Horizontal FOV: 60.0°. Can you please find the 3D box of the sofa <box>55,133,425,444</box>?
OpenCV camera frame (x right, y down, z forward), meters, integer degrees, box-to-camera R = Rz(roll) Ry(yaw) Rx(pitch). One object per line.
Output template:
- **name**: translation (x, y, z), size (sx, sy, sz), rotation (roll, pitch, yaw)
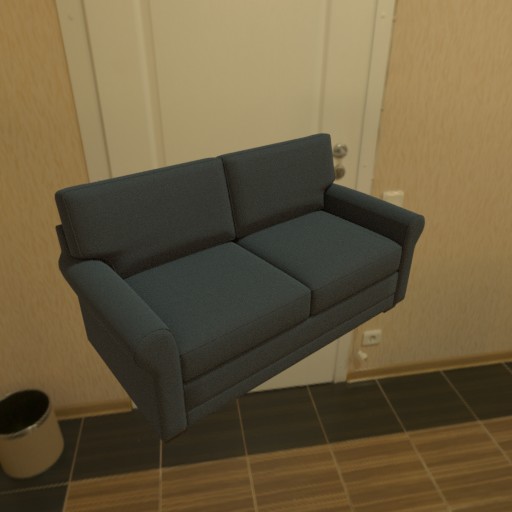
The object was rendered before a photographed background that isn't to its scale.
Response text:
- **sofa**: translation (0.000, 0.000, 2.537), size (1.930, 1.020, 0.940), rotation (-21, 35, -33)
